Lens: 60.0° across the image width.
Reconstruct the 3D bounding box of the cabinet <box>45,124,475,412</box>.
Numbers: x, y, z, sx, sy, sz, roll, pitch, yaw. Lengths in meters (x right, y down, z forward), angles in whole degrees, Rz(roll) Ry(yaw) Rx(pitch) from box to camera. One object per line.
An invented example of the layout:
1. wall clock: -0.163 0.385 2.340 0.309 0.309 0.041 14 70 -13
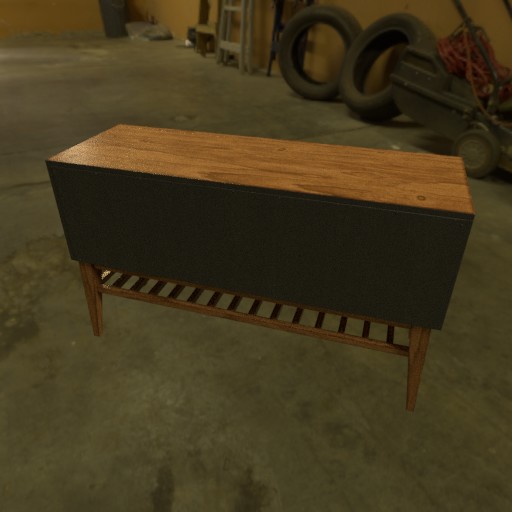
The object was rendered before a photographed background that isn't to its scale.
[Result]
1. cabinet: 0.000 0.000 1.748 1.363 0.802 0.477 10 33 15
